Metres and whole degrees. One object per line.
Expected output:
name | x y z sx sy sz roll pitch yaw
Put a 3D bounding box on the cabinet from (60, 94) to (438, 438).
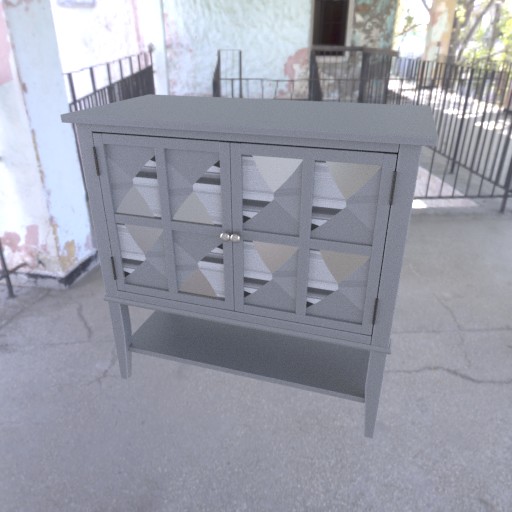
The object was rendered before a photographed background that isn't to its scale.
cabinet | 0.000 0.000 1.233 0.801 0.780 0.396 8 28 16
